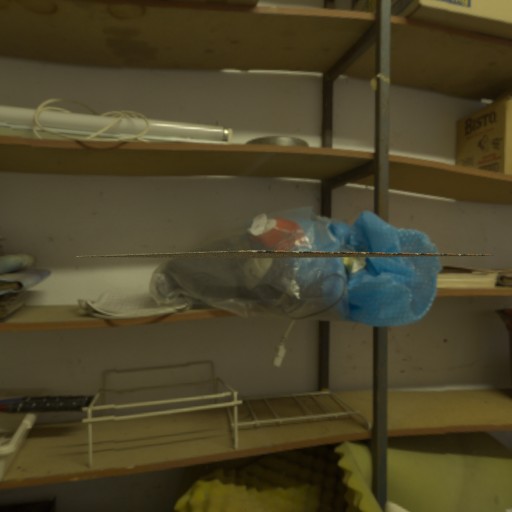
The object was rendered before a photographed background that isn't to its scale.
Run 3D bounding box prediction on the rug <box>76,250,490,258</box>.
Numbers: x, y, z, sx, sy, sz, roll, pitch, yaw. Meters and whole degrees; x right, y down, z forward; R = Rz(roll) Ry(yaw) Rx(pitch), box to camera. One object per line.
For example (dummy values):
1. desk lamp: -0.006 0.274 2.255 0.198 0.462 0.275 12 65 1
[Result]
1. rug: 0.000 0.000 3.406 1.971 0.010 2.651 1 -1 -36
